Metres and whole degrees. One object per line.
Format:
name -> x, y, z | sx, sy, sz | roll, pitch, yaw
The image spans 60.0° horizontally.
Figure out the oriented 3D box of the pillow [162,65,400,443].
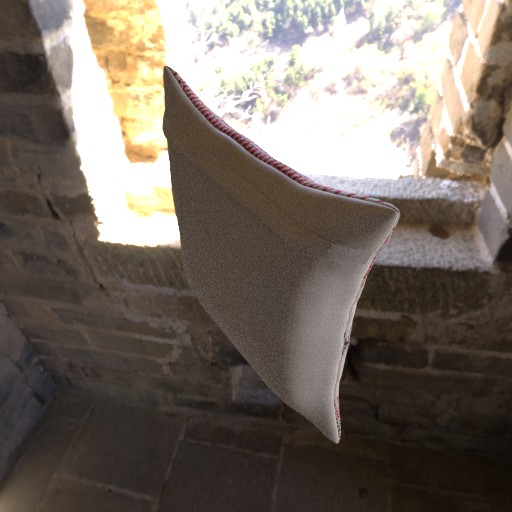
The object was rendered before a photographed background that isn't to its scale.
pillow -> 0.000, 0.000, 0.692 | 0.160, 0.454, 0.463 | -25, 48, -26
